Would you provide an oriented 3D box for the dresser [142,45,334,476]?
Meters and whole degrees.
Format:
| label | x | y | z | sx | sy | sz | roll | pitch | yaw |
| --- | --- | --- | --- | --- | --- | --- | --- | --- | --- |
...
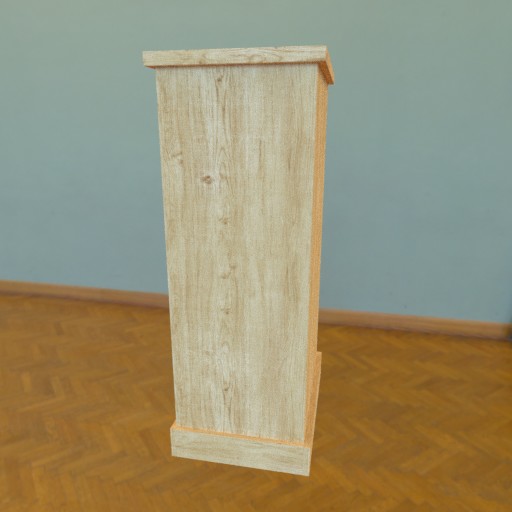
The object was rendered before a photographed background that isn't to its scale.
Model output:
| label | x | y | z | sx | sy | sz | roll | pitch | yaw |
| --- | --- | --- | --- | --- | --- | --- | --- | --- | --- |
| dresser | 0.000 | 0.000 | 1.307 | 0.390 | 1.041 | 0.531 | 3 | 17 | 11 |
